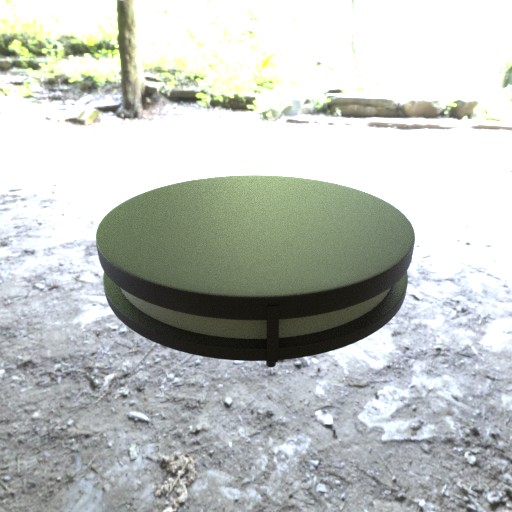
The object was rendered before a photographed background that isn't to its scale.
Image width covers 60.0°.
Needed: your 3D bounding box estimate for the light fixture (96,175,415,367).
[{"bbox_3d":[0.000,0.000,0.538,0.356,0.102,0.356,0,26,0],"label":"light fixture"}]
